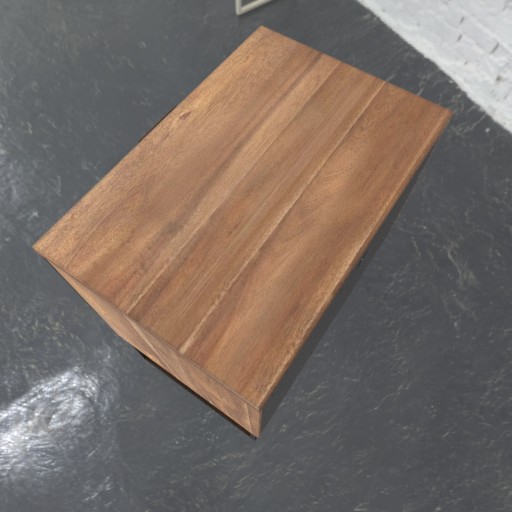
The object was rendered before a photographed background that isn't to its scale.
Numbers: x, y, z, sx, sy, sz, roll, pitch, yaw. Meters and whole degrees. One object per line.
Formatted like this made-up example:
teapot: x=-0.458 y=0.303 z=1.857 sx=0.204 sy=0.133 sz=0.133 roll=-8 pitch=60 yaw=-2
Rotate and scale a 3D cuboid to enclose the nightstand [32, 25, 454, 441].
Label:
nightstand: x=0.000 y=0.000 z=0.990 sx=0.427 sy=0.611 sz=0.605 roll=32 pitch=67 yaw=15
